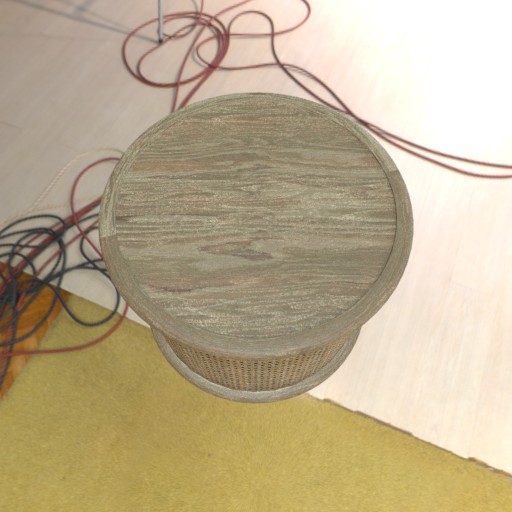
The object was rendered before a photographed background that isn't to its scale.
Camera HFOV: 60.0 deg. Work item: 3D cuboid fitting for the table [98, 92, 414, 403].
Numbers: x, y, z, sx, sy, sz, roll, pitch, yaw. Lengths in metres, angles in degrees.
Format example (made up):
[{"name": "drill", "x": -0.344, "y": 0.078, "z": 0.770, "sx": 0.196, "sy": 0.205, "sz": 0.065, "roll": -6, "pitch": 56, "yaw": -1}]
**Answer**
[{"name": "table", "x": 0.000, "y": 0.000, "z": 1.055, "sx": 0.607, "sy": 0.450, "sz": 0.607, "roll": 0, "pitch": 63, "yaw": 0}]
